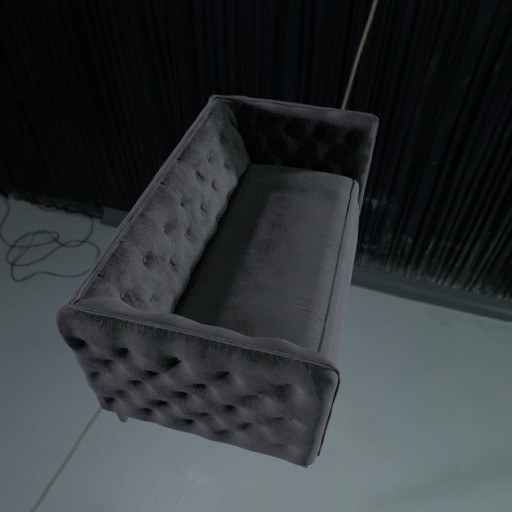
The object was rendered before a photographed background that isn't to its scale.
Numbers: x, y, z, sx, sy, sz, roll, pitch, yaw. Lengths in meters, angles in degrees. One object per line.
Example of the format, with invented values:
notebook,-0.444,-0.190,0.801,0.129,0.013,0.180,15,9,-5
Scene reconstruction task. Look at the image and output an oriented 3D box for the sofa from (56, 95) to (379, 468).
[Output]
sofa,0.000,0.000,2.062,0.909,0.810,1.583,11,47,10
